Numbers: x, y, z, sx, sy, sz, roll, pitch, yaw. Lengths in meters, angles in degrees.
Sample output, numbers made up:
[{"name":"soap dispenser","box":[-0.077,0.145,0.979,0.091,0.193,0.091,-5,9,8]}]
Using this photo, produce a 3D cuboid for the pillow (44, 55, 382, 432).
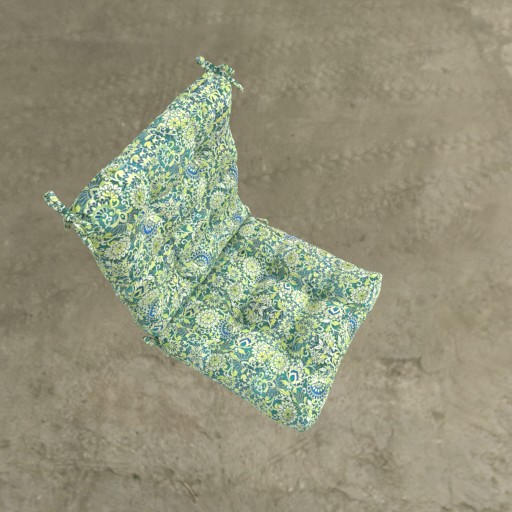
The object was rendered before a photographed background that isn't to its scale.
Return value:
[{"name":"pillow","box":[0.000,0.000,1.024,0.571,0.605,0.519,27,62,15]}]
